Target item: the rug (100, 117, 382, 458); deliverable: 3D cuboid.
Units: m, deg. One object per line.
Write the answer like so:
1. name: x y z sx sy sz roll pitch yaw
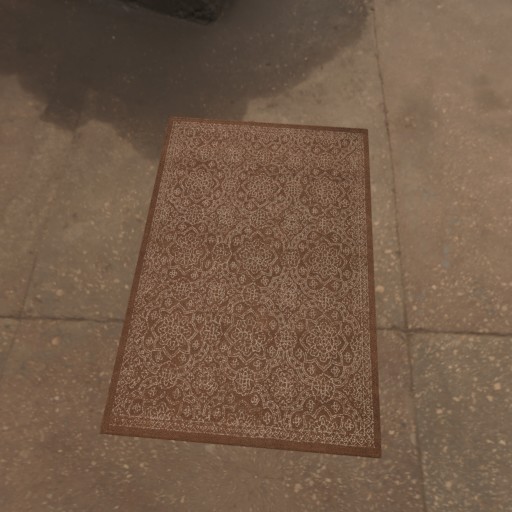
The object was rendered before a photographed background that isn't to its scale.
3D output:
1. rug: 0.000 0.000 2.309 1.219 0.010 1.829 4 64 2
